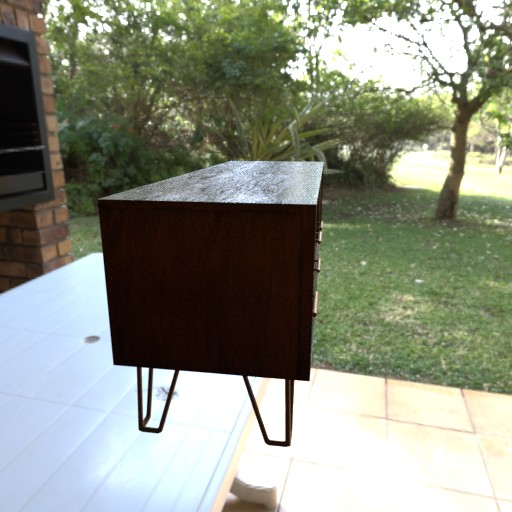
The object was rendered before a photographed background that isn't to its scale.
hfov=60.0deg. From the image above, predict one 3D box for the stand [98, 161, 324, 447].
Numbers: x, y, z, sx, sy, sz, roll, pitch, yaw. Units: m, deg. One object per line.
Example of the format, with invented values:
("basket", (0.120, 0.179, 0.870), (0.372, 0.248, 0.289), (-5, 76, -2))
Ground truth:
("stand", (0.000, 0.000, 1.655), (0.481, 0.610, 1.372), (2, 16, 9))
